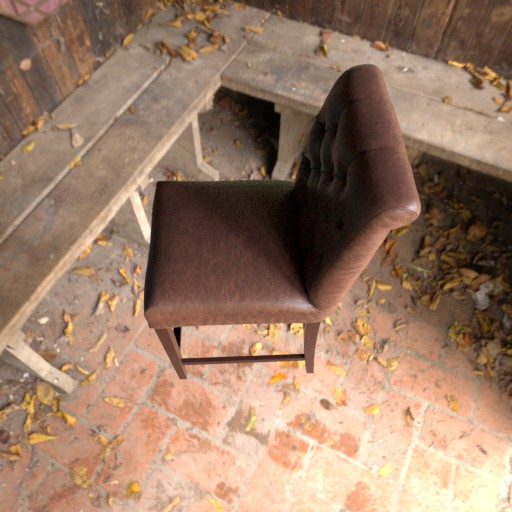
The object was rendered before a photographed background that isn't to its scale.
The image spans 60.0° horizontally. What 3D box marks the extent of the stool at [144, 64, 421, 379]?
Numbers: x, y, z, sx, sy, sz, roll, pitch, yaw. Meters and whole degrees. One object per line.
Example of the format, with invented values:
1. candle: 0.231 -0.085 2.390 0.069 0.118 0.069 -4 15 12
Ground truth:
1. stool: 0.000 0.000 1.431 0.660 1.084 0.486 -2 59 -1
